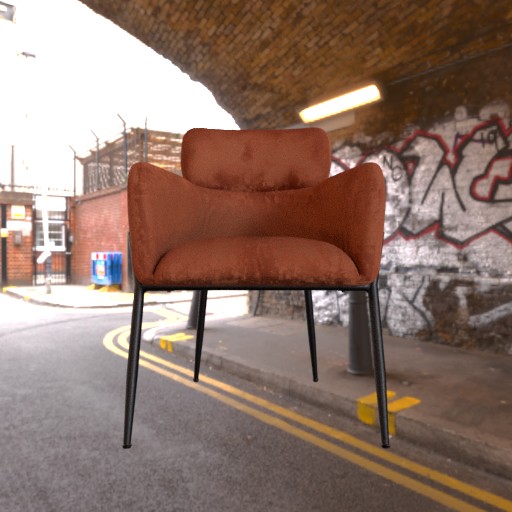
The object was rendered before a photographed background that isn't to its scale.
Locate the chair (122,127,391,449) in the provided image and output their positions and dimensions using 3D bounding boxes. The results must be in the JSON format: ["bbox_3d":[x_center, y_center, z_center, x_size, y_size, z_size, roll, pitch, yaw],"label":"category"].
[{"bbox_3d":[0.000,0.000,1.136,0.561,0.772,0.523,0,0,0],"label":"chair"}]
